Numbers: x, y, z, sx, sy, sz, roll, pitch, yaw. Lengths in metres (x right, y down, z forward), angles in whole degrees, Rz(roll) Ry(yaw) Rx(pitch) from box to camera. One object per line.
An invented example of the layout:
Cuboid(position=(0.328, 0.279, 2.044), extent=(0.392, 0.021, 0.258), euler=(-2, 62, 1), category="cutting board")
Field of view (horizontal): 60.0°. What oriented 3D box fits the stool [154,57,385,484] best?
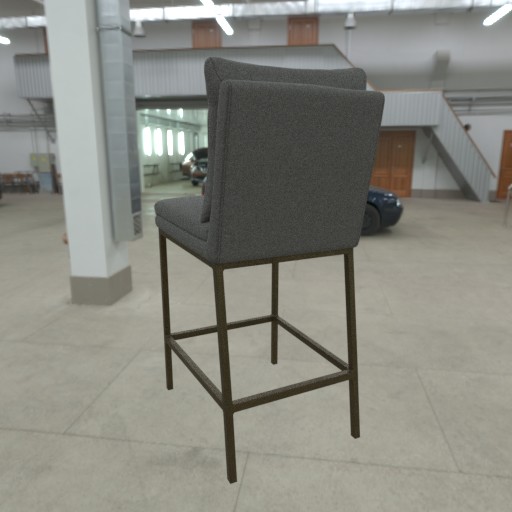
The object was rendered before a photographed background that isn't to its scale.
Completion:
Cuboid(position=(0.000, 0.000, 1.328), extent=(0.463, 1.030, 0.569), euler=(-7, 15, -26), category="stool")
